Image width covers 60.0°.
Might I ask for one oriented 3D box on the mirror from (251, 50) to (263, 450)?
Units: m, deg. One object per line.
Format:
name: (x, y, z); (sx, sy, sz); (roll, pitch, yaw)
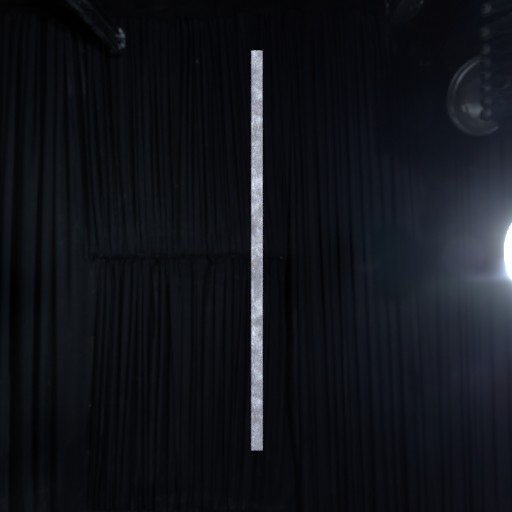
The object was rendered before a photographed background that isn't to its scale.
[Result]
mirror: (0.000, 0.000, 1.431); (0.022, 0.795, 1.101); (0, -2, 0)
